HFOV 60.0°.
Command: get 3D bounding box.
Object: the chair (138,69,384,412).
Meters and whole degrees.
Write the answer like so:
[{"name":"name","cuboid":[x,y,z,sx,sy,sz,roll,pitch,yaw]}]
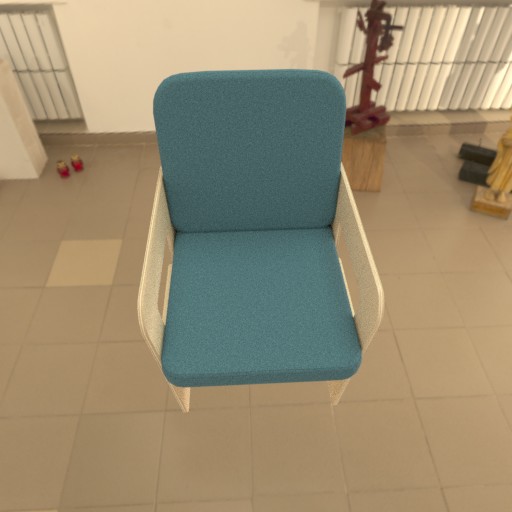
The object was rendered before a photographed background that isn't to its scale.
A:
[{"name":"chair","cuboid":[0.000,0.000,1.185,0.547,0.747,0.657,-2,46,-2]}]
